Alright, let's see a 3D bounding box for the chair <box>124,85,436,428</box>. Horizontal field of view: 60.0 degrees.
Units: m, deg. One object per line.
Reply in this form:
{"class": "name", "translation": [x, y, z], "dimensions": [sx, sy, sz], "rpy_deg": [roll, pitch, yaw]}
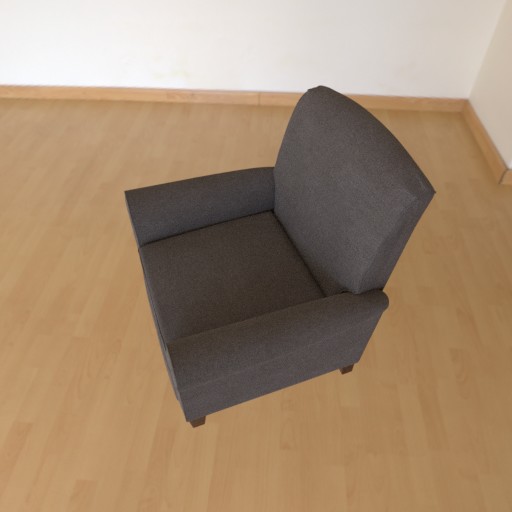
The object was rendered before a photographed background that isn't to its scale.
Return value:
{"class": "chair", "translation": [0.000, 0.000, 1.780], "dimensions": [0.905, 1.061, 0.978], "rpy_deg": [-15, 48, -14]}
